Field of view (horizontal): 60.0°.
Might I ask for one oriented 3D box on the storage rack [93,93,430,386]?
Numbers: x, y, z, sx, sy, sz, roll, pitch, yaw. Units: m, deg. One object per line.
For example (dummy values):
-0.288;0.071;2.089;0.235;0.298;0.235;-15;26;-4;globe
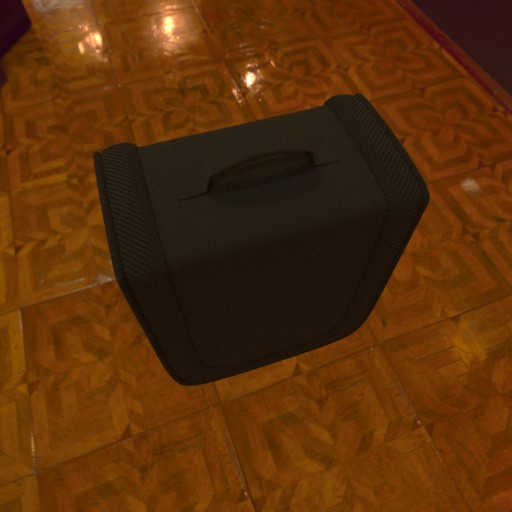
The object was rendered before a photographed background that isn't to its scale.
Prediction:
0.000;0.000;0.561;0.297;0.387;0.168;-16;59;-10;storage rack
